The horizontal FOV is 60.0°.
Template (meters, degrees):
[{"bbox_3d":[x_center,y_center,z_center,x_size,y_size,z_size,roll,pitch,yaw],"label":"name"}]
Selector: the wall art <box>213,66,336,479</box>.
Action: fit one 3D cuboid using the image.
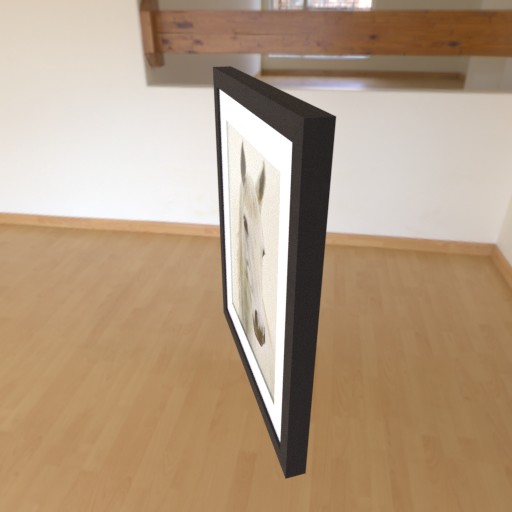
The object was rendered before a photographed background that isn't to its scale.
[{"bbox_3d":[0.000,0.000,0.757,0.034,0.552,0.455,-8,30,-14],"label":"wall art"}]
